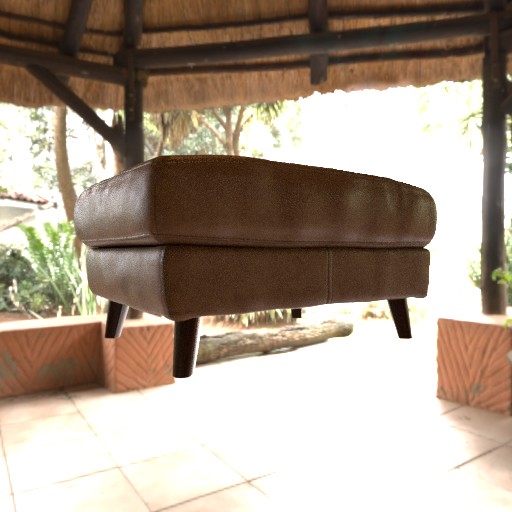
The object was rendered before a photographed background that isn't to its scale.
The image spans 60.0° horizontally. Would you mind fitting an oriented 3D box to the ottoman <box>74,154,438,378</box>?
[{"bbox_3d":[0.000,0.000,1.251,0.869,0.461,0.630,0,1,-34],"label":"ottoman"}]
